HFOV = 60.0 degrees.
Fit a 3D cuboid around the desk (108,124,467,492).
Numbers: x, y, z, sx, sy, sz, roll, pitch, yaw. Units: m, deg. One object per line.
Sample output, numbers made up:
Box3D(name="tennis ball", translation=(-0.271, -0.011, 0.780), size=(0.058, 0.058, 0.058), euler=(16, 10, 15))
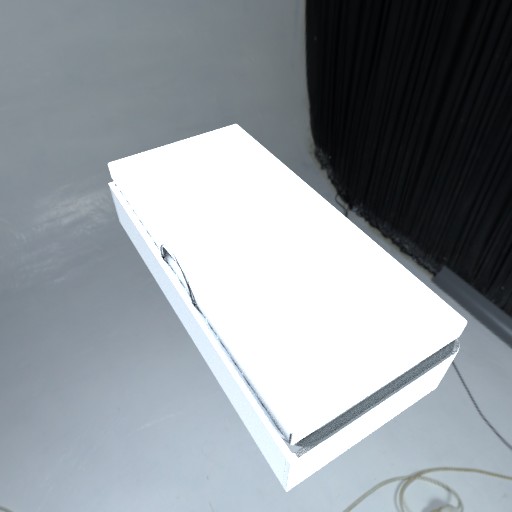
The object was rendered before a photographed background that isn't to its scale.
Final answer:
Box3D(name="desk", translation=(0.000, 0.000, 2.285), size=(0.900, 0.526, 1.900), euler=(-24, 50, -22))
